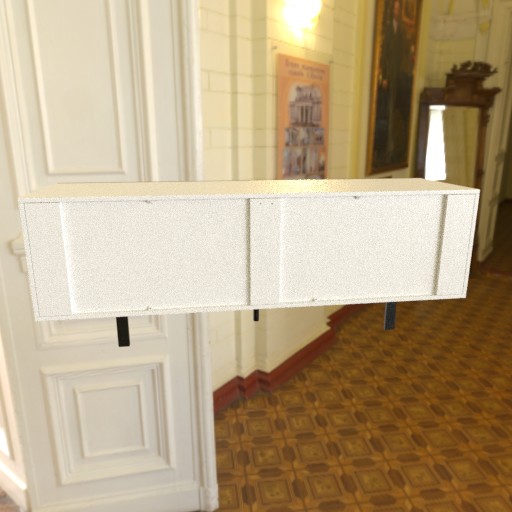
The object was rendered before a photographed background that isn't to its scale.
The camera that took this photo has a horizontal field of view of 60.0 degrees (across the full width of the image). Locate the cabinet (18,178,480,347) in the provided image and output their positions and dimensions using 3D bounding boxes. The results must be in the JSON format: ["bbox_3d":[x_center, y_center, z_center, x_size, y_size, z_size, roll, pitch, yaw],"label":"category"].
[{"bbox_3d":[0.000,0.000,1.700,1.499,0.533,0.431,-2,15,-8],"label":"cabinet"}]
